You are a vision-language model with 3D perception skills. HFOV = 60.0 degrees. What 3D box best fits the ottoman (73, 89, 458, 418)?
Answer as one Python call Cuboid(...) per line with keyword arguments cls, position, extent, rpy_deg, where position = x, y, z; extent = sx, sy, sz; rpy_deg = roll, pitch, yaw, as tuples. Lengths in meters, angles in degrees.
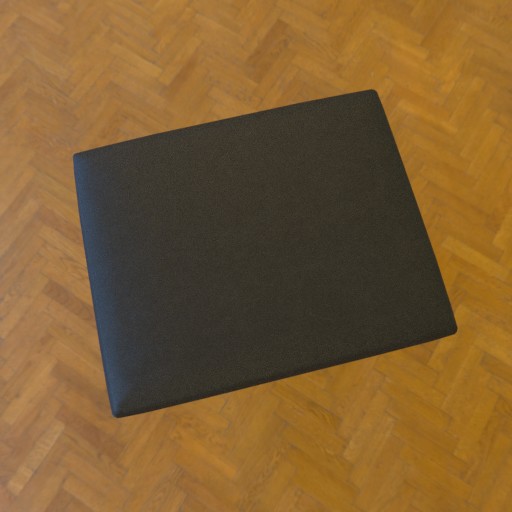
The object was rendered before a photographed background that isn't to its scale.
Cuboid(cls="ottoman", position=(0.000, 0.000, 1.803), extent=(1.187, 0.696, 0.967), rpy_deg=(-13, 77, -3))
